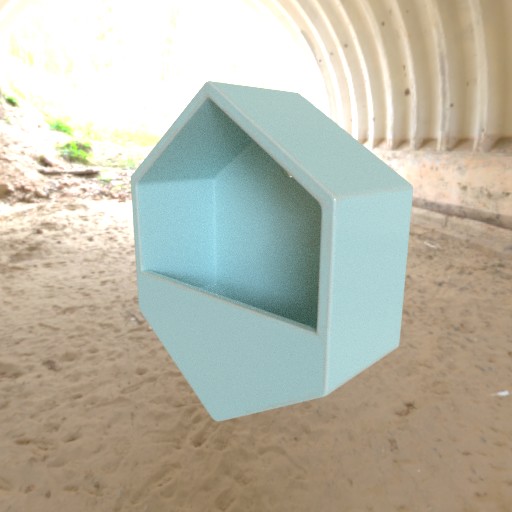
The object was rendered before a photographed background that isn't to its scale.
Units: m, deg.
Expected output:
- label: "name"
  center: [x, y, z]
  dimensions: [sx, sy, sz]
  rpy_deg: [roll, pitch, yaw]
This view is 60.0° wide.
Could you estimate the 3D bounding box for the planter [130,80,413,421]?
- label: "planter"
  center: [0.000, 0.000, 0.288]
  dimensions: [0.169, 0.207, 0.078]
  rpy_deg: [13, 20, 42]
